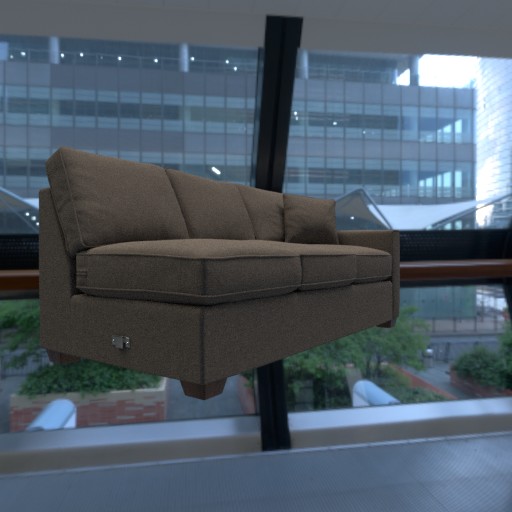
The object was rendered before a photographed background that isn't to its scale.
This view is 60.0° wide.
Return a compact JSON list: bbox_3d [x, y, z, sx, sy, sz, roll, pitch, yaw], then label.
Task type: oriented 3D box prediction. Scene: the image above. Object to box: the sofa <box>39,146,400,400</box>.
[{"bbox_3d":[0.000,0.000,2.463,1.034,0.946,1.963,0,0,36],"label":"sofa"}]
